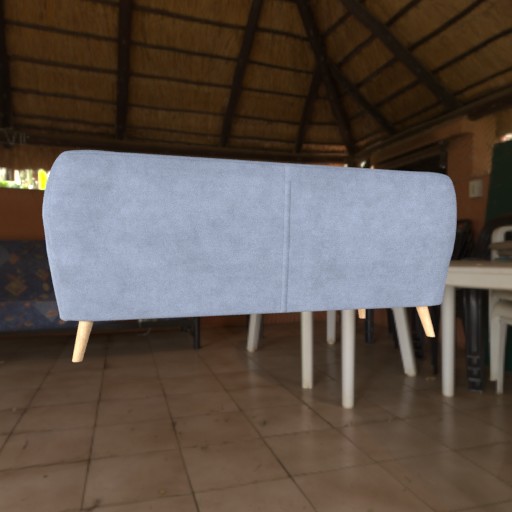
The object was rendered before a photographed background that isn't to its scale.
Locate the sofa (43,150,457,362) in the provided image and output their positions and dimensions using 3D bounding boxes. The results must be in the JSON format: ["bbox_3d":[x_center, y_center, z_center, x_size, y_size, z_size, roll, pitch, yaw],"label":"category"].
[{"bbox_3d":[0.000,0.000,2.329,1.970,0.830,0.830,0,1,-18],"label":"sofa"}]
